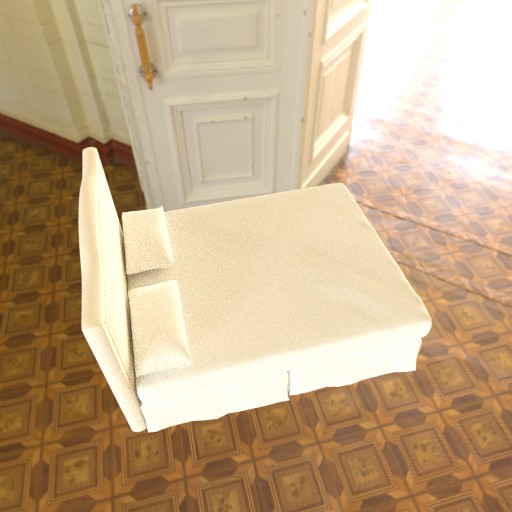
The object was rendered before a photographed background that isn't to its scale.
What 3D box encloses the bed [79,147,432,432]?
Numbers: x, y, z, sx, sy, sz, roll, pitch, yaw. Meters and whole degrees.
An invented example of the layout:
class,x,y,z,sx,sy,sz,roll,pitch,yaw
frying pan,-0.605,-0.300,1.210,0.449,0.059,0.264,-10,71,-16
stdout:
class,x,y,z,sx,sy,sz,roll,pitch,yaw
bed,0.000,0.000,3.466,2.282,1.436,1.821,-11,48,-10
